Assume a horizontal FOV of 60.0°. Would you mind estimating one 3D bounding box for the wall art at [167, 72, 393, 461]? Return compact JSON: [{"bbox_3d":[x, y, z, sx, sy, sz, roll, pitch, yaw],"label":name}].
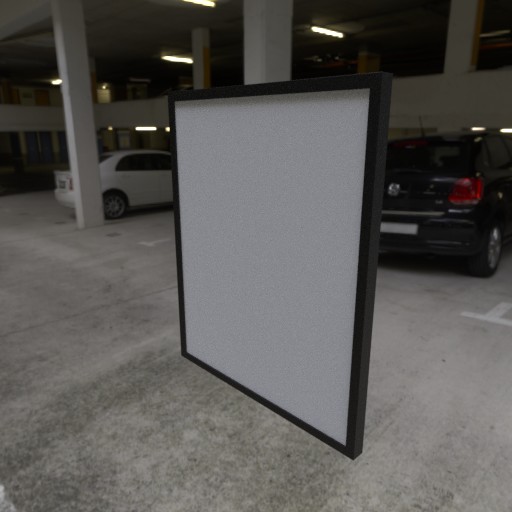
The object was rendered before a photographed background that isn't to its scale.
[{"bbox_3d":[0.000,0.000,0.549,0.018,0.397,0.325,-15,22,-42],"label":"wall art"}]
